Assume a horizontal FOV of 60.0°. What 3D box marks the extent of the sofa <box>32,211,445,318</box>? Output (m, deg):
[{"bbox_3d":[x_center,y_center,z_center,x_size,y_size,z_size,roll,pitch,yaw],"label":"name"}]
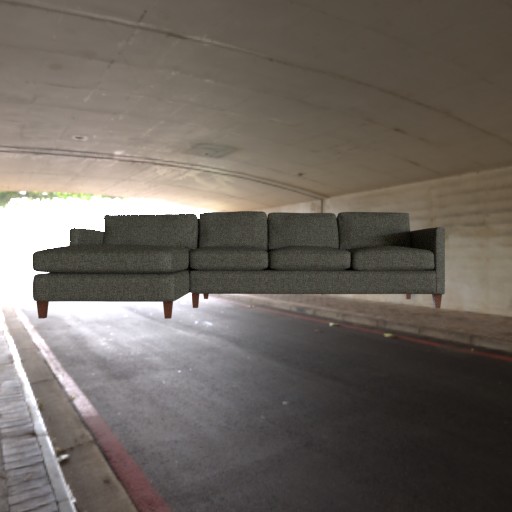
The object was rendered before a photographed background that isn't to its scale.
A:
[{"bbox_3d":[0.000,0.000,4.160,3.485,0.960,1.635,0,0,0],"label":"sofa"}]
